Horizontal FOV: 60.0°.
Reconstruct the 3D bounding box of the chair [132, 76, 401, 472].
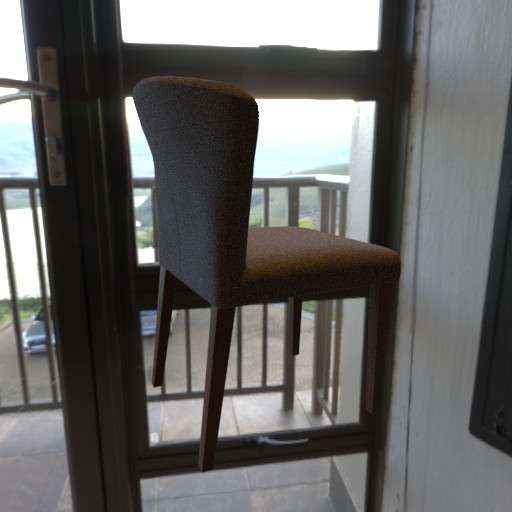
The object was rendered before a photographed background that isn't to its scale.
[{"bbox_3d":[0.000,0.000,1.181,0.589,0.839,0.491,-6,14,-26],"label":"chair"}]
